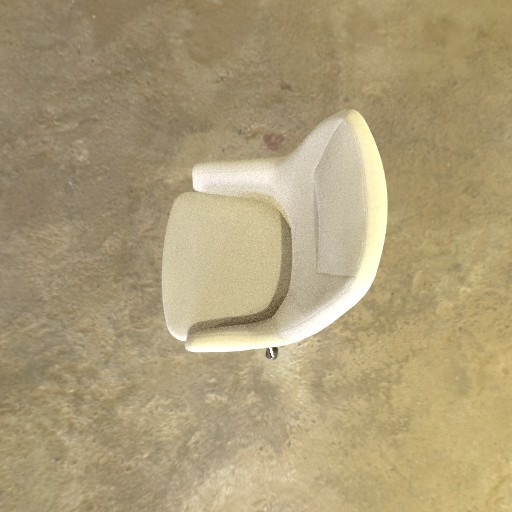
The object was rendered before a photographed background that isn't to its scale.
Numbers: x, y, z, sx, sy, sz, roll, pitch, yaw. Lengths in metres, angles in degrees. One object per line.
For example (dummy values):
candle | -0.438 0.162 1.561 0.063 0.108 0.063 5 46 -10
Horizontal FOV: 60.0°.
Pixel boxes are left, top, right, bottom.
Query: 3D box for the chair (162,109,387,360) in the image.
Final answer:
chair | 0.000 0.000 1.426 0.640 1.049 0.620 0 75 0
